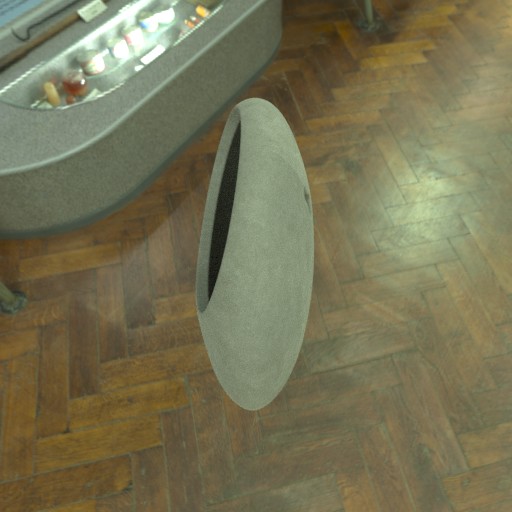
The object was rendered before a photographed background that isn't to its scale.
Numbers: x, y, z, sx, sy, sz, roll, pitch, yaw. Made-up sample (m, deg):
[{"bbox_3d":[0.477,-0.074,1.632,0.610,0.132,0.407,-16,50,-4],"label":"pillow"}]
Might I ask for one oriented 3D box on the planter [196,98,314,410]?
[{"bbox_3d":[0.000,0.000,0.282,0.071,0.188,0.185,2,58,1],"label":"planter"}]
